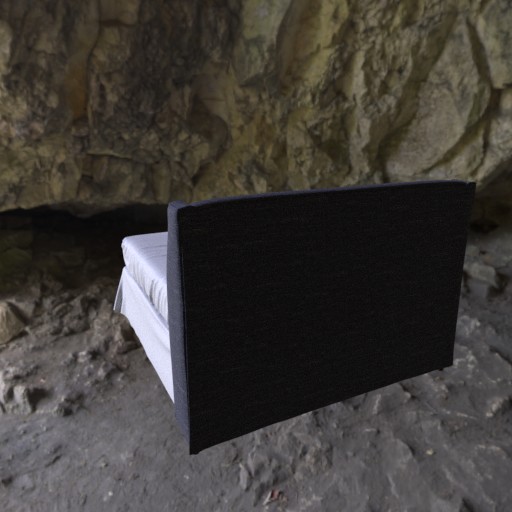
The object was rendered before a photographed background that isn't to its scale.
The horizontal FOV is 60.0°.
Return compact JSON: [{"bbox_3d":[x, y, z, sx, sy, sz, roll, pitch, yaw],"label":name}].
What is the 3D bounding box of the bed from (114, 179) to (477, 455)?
[{"bbox_3d":[0.000,0.000,3.438,1.925,1.332,2.276,-8,19,-26],"label":"bed"}]
